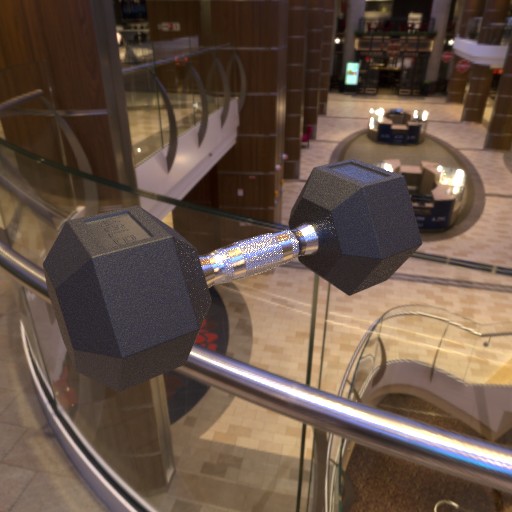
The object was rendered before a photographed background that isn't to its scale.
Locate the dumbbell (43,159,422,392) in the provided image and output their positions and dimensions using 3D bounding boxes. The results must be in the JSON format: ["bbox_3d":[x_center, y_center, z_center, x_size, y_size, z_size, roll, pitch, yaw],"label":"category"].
[{"bbox_3d":[0.000,0.000,0.422,0.356,0.123,0.141,-17,33,-29],"label":"dumbbell"}]
